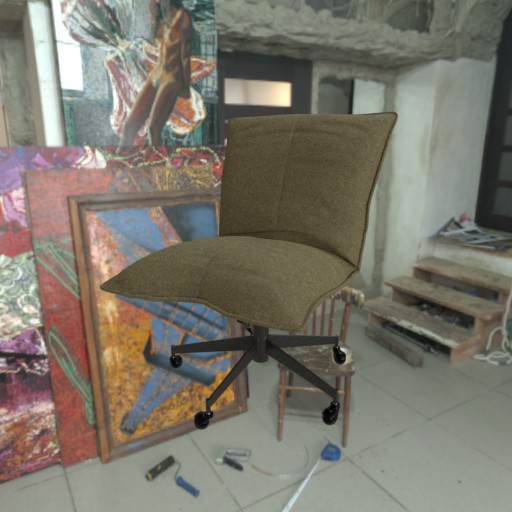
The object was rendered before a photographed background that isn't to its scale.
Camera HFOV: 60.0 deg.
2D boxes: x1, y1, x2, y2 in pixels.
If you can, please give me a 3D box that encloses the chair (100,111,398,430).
[{"bbox_3d":[0.000,0.000,1.278,0.597,0.811,0.696,8,17,28],"label":"chair"}]
